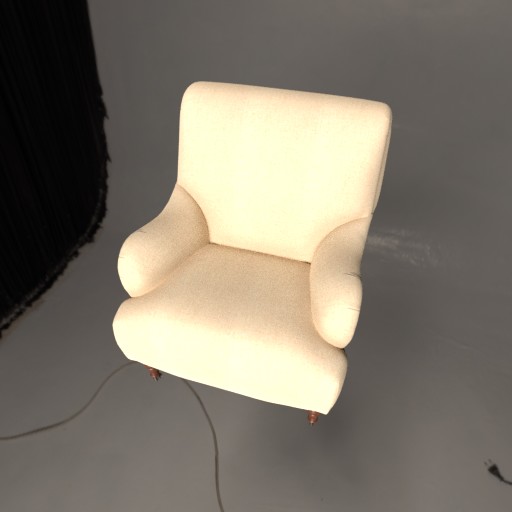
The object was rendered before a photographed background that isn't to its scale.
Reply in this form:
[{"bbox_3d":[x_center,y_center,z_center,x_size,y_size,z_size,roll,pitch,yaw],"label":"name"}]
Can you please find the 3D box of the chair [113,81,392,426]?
[{"bbox_3d":[0.000,0.000,1.573,0.766,0.944,0.842,12,42,13],"label":"chair"}]
